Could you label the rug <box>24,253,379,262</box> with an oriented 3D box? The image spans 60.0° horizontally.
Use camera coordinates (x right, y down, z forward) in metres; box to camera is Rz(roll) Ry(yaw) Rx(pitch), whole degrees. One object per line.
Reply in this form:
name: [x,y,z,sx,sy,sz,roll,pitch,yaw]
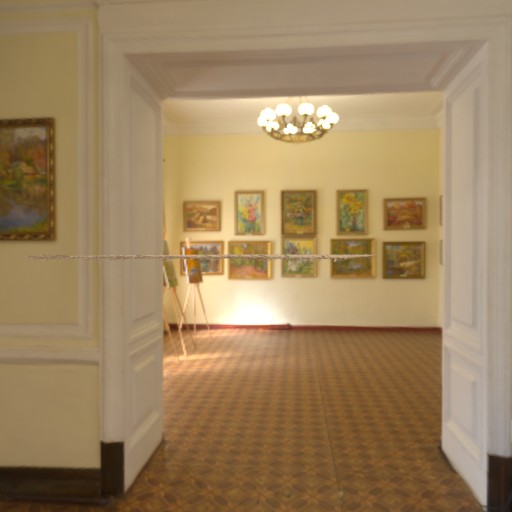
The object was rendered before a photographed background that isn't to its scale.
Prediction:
rug: [0.000,0.000,3.062,1.528,0.034,2.523,0,0,18]
